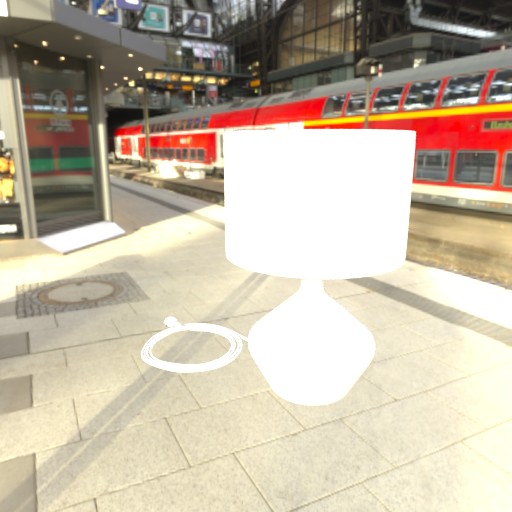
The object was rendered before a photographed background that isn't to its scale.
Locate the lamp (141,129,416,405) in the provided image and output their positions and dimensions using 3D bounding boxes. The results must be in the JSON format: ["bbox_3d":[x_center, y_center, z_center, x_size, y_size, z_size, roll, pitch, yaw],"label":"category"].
[{"bbox_3d":[0.000,0.000,0.859,0.401,0.457,0.546,-8,16,-28],"label":"lamp"}]
